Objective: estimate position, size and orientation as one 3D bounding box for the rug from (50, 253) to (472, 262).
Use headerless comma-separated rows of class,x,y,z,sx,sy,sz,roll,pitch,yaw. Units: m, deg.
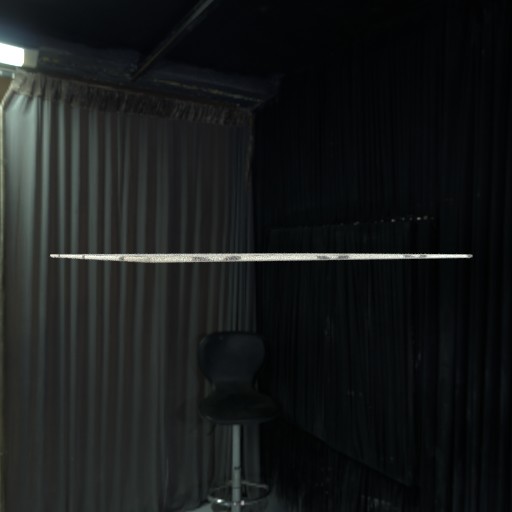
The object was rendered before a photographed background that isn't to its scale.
rug,0.000,0.000,4.001,3.000,0.026,2.399,0,1,-35
